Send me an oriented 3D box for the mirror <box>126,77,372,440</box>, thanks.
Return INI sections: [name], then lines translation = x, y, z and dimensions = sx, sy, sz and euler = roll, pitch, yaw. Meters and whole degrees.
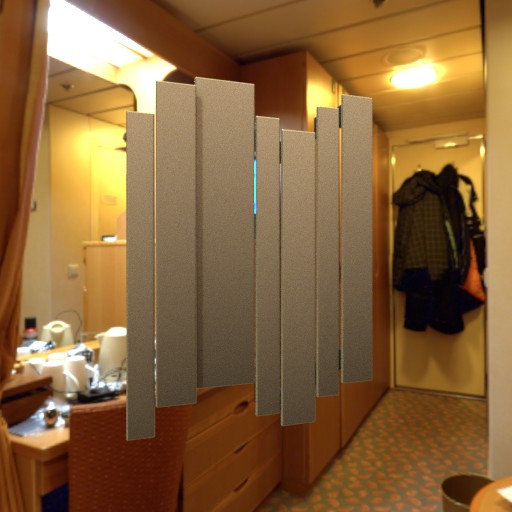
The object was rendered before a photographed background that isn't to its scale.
[mirror]
translation = 0.000, 0.000, 0.791
dimensions = 0.445, 0.611, 0.058
euler = 0, 0, -18
